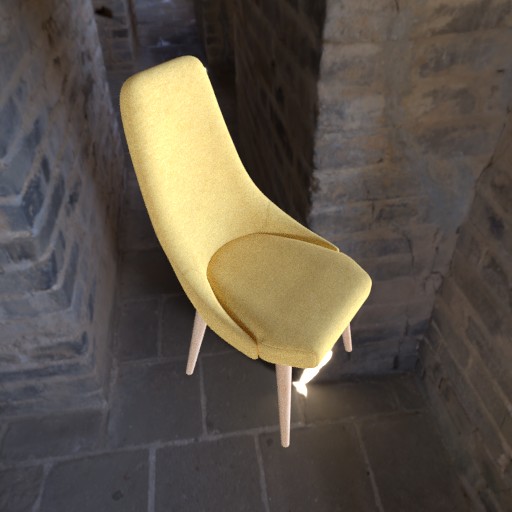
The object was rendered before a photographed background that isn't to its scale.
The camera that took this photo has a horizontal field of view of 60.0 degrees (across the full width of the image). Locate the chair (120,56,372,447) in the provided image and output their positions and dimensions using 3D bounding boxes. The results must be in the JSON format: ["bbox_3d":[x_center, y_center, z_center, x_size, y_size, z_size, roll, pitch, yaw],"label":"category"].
[{"bbox_3d":[0.000,0.000,1.387,0.660,1.040,0.510,25,47,26],"label":"chair"}]
